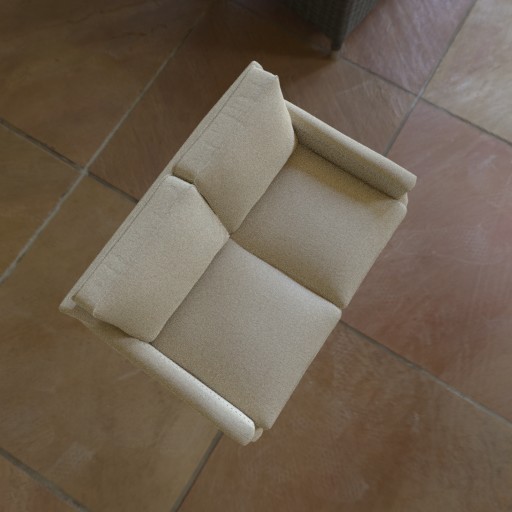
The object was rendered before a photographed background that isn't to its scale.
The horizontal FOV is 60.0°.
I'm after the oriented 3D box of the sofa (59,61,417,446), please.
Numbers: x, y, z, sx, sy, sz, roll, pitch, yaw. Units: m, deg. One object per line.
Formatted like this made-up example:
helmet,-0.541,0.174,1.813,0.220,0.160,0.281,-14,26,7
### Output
sofa,0.000,0.000,2.327,1.084,1.003,1.597,34,79,8
